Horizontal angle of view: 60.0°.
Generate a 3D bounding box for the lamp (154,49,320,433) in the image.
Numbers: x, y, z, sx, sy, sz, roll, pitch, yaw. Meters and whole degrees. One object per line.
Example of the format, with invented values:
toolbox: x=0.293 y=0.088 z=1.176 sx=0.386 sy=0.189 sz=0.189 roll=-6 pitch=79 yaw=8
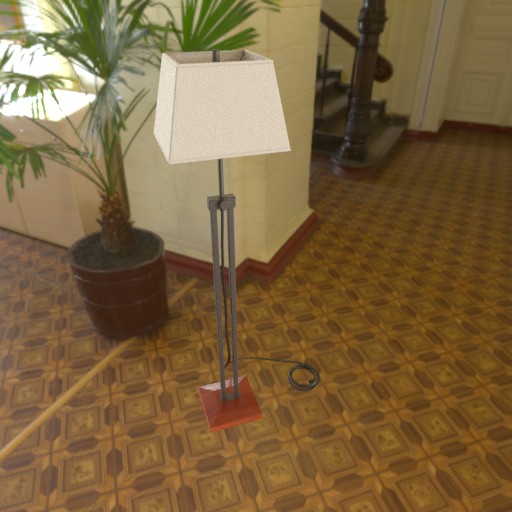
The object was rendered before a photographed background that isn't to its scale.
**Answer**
lamp: x=0.000 y=0.000 z=1.986 sx=0.745 sy=1.712 sz=0.472 roll=-10 pitch=33 yaw=-16
